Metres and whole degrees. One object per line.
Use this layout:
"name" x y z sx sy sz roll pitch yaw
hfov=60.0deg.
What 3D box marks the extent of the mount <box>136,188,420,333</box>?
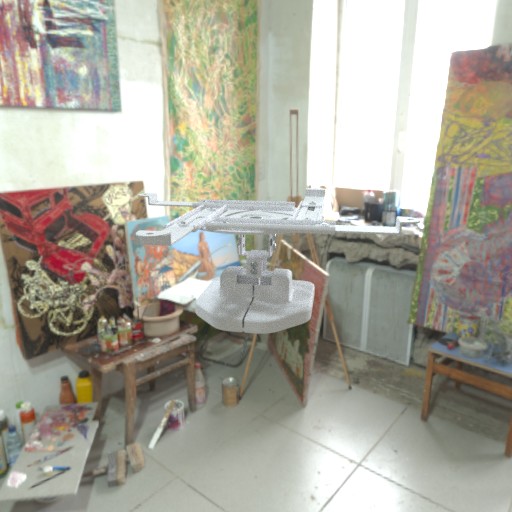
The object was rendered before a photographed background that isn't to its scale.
"mount" 0.000 0.000 0.608 0.394 0.141 0.394 3 16 10
